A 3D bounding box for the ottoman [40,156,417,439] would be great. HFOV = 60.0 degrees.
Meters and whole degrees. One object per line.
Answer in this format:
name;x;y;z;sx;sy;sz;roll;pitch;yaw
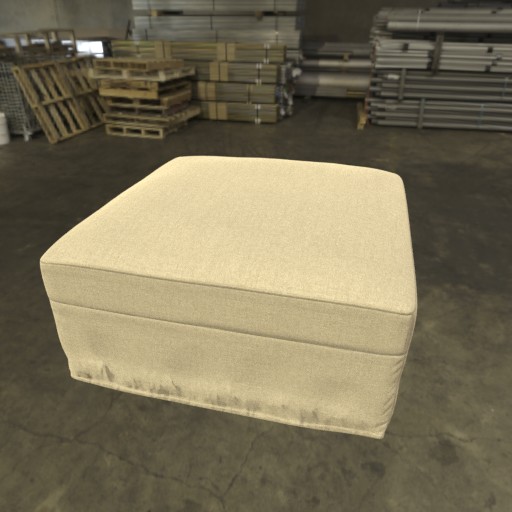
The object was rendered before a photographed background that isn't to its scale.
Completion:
ottoman;0.000;0.000;1.332;0.843;0.436;0.840;7;30;12
